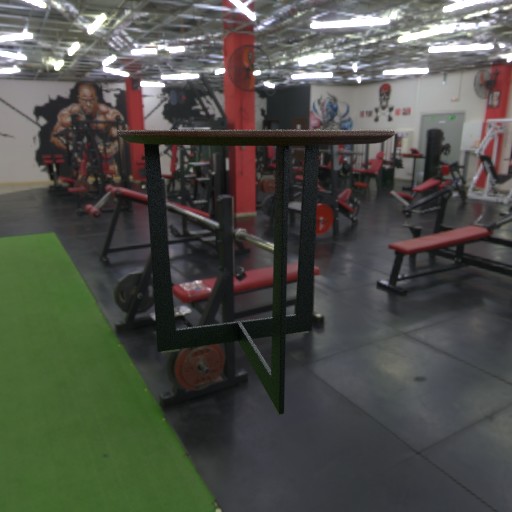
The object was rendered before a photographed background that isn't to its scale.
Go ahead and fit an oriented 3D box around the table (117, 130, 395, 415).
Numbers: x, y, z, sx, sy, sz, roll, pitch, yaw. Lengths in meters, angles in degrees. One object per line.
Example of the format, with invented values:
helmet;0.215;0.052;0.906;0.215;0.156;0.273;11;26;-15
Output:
table;0.000;0.000;0.872;0.477;0.476;0.494;-8;18;-26
